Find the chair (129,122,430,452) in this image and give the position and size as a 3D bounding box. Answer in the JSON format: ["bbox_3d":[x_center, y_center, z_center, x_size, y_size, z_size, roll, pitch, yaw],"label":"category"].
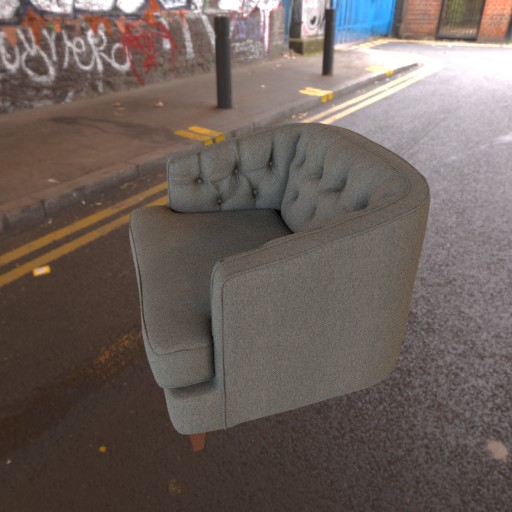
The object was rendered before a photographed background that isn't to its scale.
[{"bbox_3d":[0.000,0.000,1.767,0.945,0.852,1.094,-9,32,-15],"label":"chair"}]
